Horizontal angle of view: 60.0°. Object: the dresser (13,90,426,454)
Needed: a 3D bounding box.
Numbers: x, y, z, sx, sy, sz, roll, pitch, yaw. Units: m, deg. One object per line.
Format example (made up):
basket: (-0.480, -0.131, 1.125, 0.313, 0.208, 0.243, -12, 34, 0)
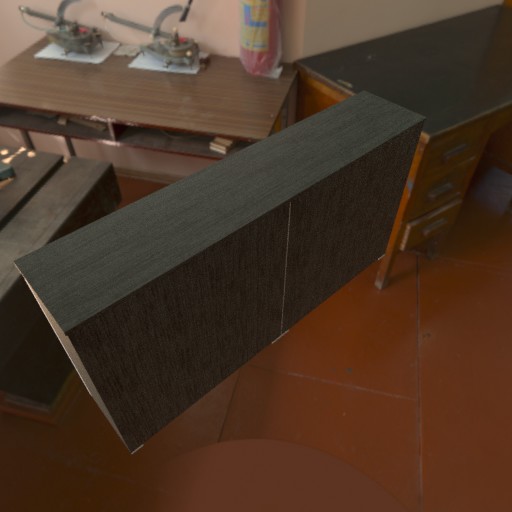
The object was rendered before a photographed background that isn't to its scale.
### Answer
dresser: (0.000, 0.000, 1.787, 1.535, 0.790, 0.333, -33, 54, -28)
